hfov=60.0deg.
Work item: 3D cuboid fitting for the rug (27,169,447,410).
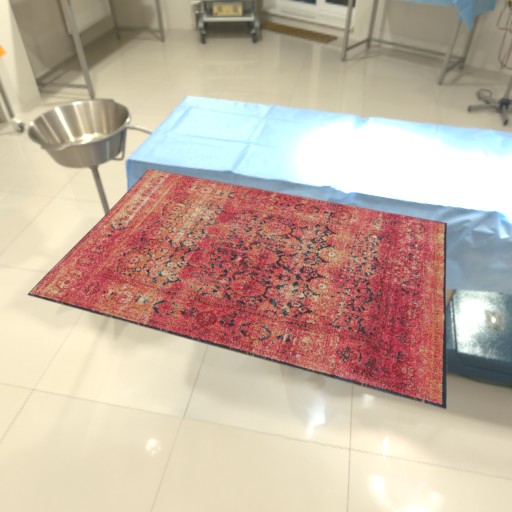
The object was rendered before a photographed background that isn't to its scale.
[{"bbox_3d":[0.000,0.000,2.975,2.449,0.018,1.539,12,44,13],"label":"rug"}]
